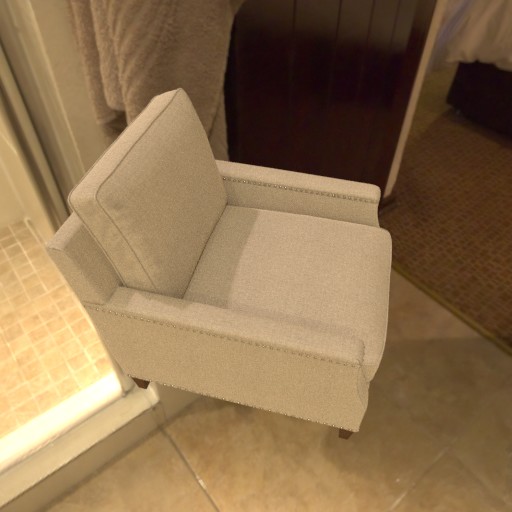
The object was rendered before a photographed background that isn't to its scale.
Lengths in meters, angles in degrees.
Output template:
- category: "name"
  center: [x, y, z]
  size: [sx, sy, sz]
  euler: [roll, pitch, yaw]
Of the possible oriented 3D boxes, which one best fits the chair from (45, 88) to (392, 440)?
- category: "chair"
  center: [0.000, 0.000, 1.665]
  size: [1.014, 0.943, 0.853]
  euler: [11, 47, 10]
